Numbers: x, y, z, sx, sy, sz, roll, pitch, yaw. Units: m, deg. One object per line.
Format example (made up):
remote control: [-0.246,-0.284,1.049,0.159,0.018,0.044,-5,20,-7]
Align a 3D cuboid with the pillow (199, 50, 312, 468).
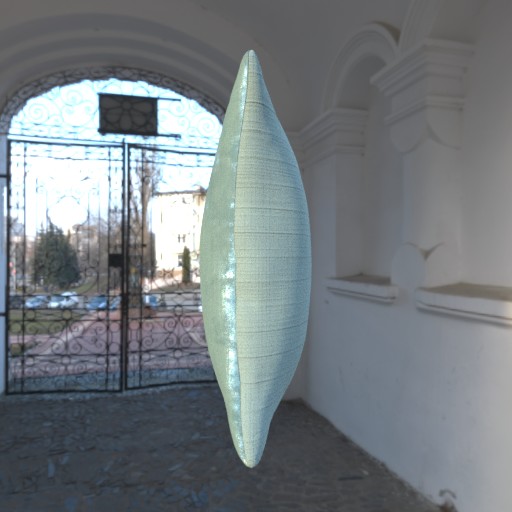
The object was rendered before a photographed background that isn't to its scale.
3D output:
pillow: [0.000,0.000,0.716,0.175,0.464,0.470,0,0,1]
